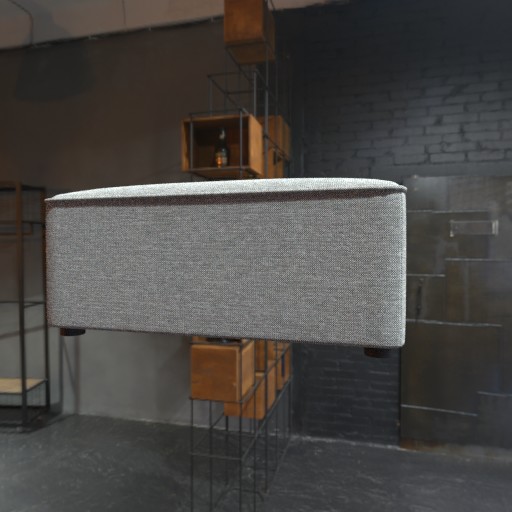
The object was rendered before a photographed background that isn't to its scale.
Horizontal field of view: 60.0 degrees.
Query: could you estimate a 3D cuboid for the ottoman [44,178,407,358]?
[{"bbox_3d":[0.000,0.000,1.608,1.005,0.455,1.005,0,1,17],"label":"ottoman"}]
